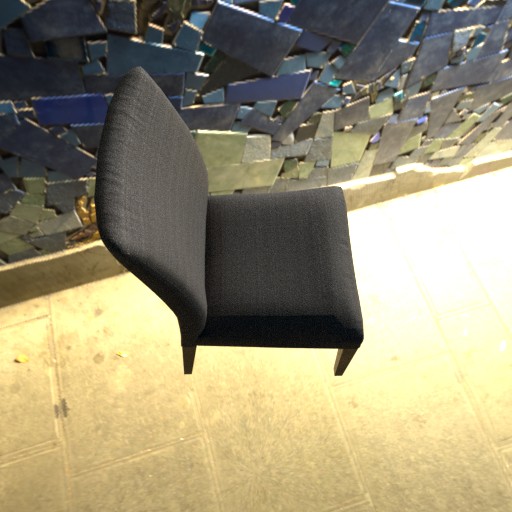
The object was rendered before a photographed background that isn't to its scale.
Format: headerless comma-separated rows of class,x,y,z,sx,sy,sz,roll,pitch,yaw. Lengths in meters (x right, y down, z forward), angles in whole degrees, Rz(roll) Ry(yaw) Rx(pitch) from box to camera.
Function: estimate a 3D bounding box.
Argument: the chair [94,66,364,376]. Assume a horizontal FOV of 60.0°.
chair,0.000,0.000,1.233,0.585,0.940,0.496,-2,64,-1
